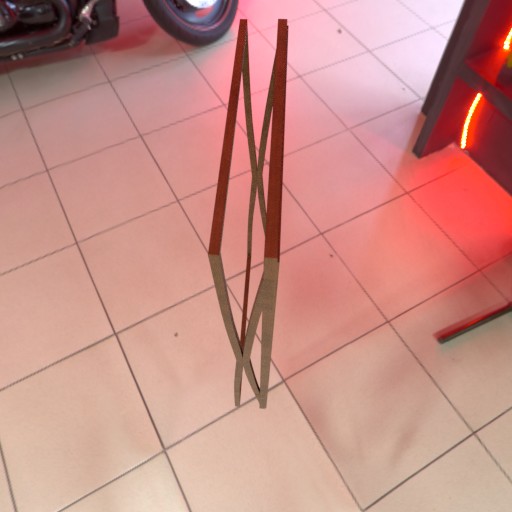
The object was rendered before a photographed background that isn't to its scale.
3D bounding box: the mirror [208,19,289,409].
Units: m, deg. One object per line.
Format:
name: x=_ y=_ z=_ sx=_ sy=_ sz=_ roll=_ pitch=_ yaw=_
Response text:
mirror: x=0.000 y=0.000 z=0.950 sx=0.082 sy=0.768 sz=0.468 roll=3 pitch=59 yaw=2
